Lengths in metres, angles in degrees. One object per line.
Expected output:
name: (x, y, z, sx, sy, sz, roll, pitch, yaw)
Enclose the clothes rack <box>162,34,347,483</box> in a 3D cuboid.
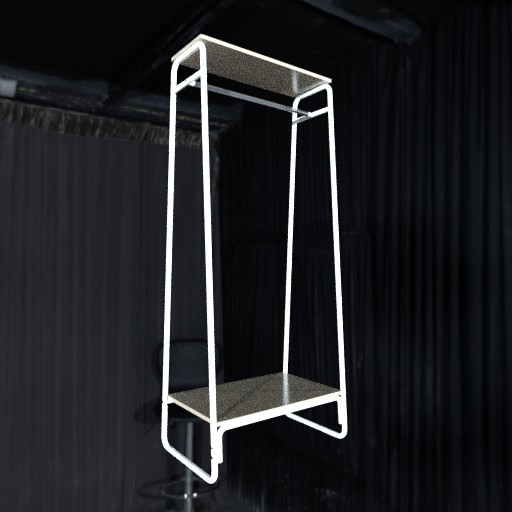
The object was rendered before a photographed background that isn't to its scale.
clothes rack: (0.000, 0.000, 1.787, 0.640, 1.512, 0.400, 0, -1, -37)
